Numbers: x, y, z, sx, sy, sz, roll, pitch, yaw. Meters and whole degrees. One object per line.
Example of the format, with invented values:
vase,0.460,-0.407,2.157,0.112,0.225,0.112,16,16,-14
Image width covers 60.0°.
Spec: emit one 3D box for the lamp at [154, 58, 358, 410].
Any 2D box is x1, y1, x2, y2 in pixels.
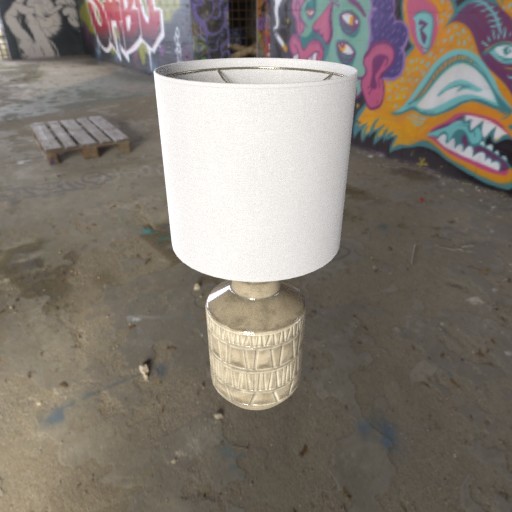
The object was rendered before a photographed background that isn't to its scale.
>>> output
lamp,0.000,0.000,0.579,0.211,0.455,0.211,-7,30,-13
